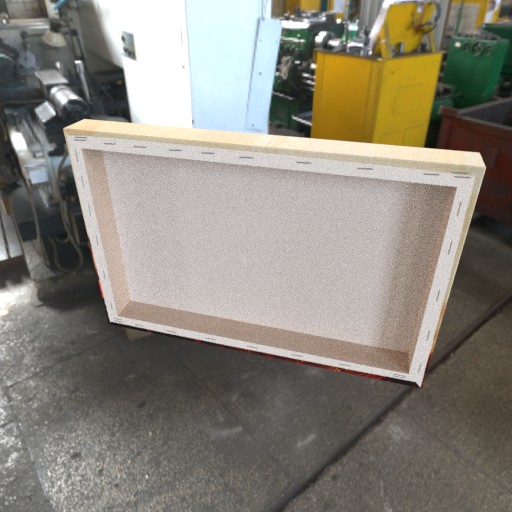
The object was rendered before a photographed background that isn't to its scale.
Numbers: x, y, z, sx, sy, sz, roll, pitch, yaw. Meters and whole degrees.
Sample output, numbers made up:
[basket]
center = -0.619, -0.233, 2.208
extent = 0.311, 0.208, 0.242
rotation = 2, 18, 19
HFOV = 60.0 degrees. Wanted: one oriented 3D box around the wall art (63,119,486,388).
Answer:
[wall art]
center = 0.000, 0.000, 0.470
extent = 0.383, 0.251, 0.037
rotation = 9, 33, 13
